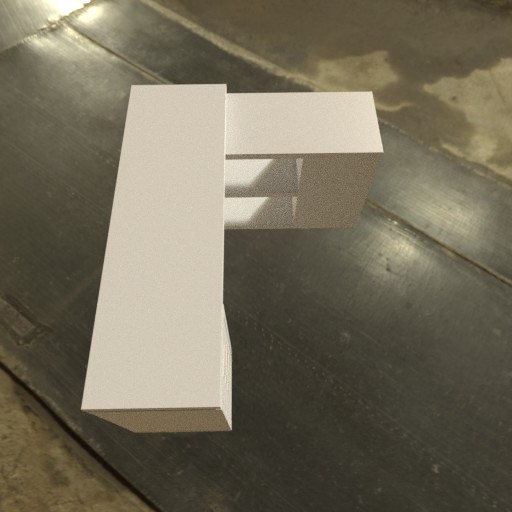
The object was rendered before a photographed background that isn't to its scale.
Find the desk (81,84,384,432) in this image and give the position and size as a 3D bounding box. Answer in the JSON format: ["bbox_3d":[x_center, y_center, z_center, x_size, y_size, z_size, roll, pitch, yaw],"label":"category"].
[{"bbox_3d":[0.000,0.000,2.170,1.200,0.753,1.524,-1,63,0],"label":"desk"}]
